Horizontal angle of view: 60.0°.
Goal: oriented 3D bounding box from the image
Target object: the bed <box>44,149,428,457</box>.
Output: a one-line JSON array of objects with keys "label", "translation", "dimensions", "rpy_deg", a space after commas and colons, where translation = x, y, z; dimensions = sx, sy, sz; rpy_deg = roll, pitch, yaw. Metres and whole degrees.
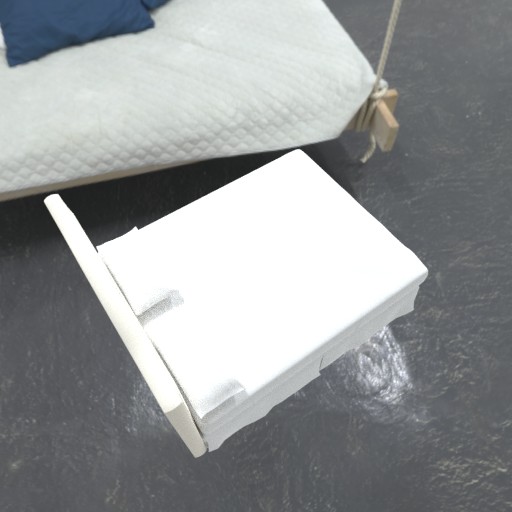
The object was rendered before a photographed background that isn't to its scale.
[{"label": "bed", "translation": [0.000, 0.000, 3.456], "dimensions": [2.282, 1.436, 1.821], "rpy_deg": [-30, 62, -18]}]
